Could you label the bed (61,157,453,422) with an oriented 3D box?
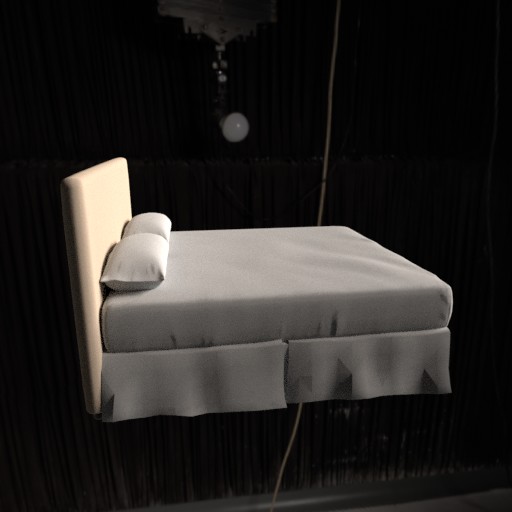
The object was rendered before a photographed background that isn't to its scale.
[{"bbox_3d":[0.000,0.000,3.202,2.142,1.330,1.884,-3,16,-9],"label":"bed"}]
